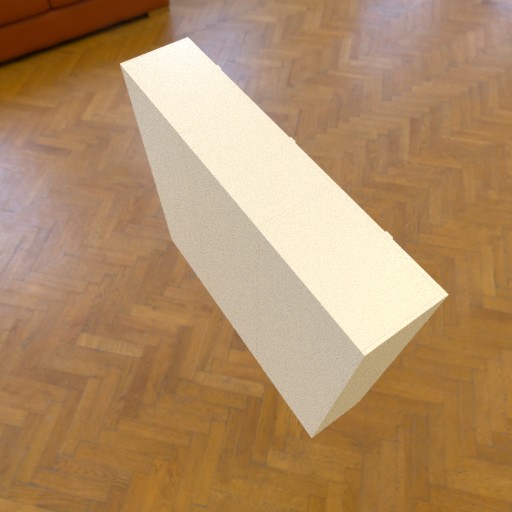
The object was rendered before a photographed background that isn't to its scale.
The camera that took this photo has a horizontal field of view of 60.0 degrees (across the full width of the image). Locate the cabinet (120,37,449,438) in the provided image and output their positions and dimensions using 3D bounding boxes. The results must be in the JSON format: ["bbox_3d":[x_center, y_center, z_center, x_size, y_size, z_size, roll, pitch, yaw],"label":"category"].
[{"bbox_3d":[0.000,0.000,3.803,0.590,2.370,2.700,-30,63,-17],"label":"cabinet"}]
